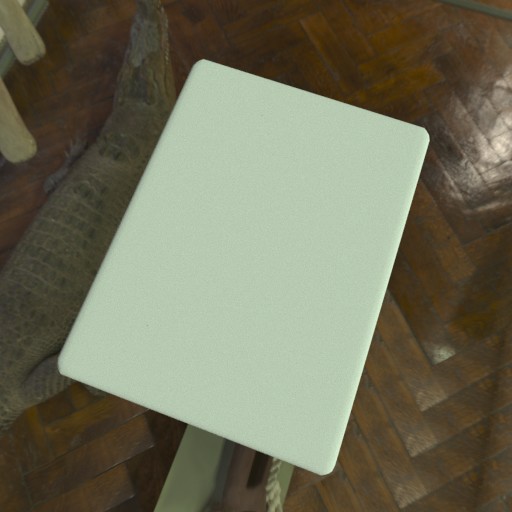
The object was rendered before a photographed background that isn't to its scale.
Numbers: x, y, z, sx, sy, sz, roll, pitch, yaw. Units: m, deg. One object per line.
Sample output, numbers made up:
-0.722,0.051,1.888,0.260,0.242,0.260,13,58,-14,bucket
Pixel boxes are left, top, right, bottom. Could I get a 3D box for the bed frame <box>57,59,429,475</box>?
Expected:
0.000,0.000,2.782,1.528,0.677,2.037,19,76,5,bed frame
